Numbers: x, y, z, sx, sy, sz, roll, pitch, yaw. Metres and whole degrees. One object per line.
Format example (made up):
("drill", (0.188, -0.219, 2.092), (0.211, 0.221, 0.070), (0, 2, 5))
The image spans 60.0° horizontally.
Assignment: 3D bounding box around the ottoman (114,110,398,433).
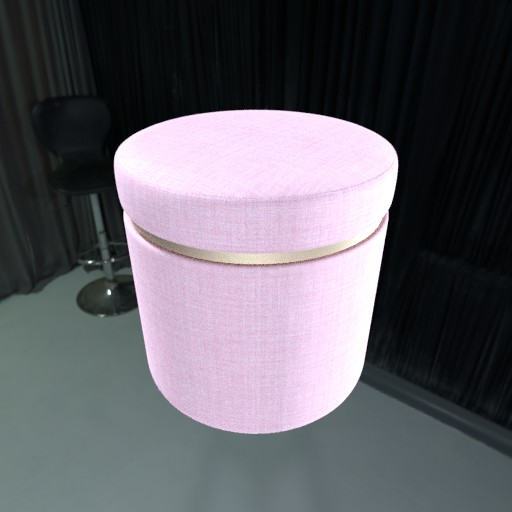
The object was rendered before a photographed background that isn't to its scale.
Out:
("ottoman", (0.000, 0.000, 0.734), (0.400, 0.406, 0.400), (0, 31, 0))
